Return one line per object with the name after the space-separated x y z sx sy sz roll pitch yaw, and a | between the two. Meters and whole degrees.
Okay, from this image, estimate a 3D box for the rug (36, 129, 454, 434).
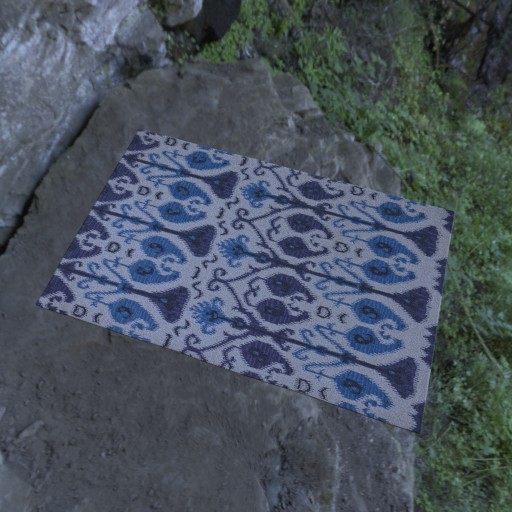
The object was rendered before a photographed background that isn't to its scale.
0.000 0.000 2.059 1.698 0.013 1.072 16 65 8 | rug
